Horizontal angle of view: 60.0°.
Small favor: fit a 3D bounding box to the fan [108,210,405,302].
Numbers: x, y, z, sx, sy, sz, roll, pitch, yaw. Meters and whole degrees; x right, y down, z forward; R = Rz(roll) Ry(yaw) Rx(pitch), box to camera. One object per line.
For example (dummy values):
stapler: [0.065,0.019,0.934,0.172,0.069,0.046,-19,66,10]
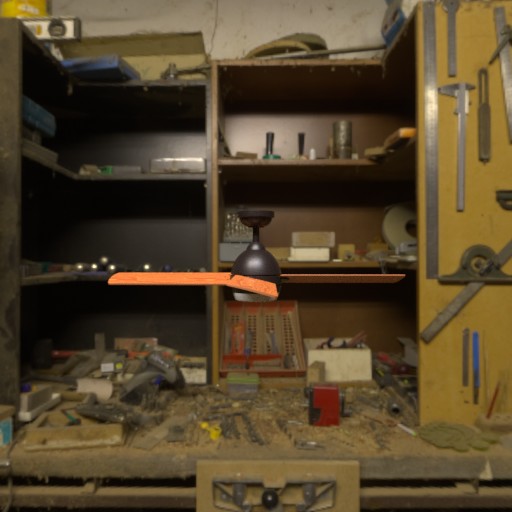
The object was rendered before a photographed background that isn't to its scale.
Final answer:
fan: [0.000,0.000,2.030,1.332,0.403,1.332,0,1,1]
